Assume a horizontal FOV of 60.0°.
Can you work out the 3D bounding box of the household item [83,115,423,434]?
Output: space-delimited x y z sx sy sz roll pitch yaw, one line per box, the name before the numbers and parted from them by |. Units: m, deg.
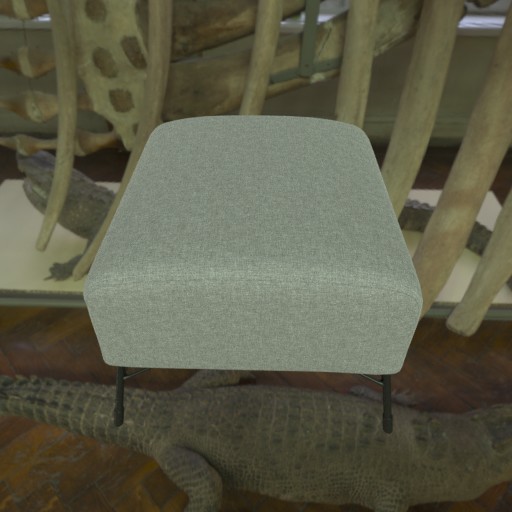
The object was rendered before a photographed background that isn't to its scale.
household item | 0.000 0.000 0.899 0.530 0.410 0.530 1 42 1
